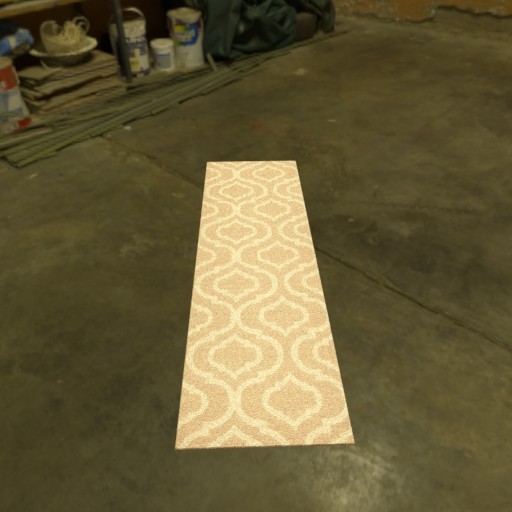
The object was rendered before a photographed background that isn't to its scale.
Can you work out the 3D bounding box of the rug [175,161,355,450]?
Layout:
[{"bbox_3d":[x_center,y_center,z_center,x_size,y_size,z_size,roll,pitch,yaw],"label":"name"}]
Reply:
[{"bbox_3d":[0.000,0.000,2.576,0.691,0.013,2.289,-1,40,-1],"label":"rug"}]
